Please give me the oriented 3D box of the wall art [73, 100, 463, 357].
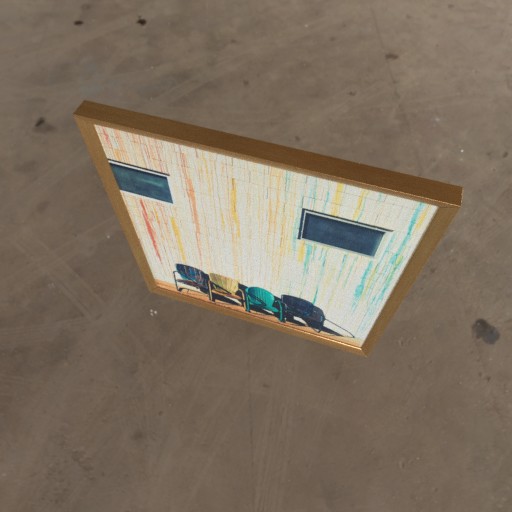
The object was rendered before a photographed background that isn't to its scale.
[{"bbox_3d":[0.000,0.000,0.461,0.302,0.302,0.019,15,59,10],"label":"wall art"}]
